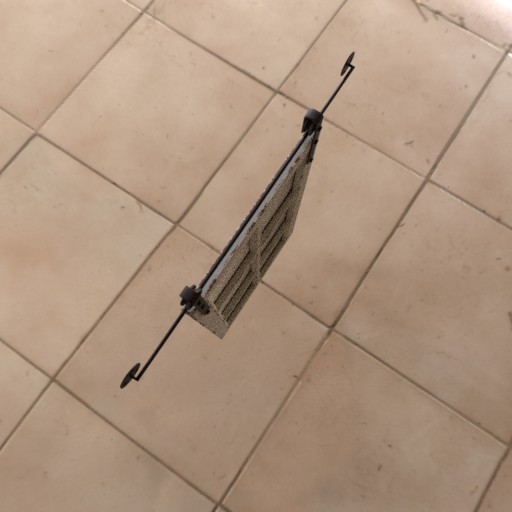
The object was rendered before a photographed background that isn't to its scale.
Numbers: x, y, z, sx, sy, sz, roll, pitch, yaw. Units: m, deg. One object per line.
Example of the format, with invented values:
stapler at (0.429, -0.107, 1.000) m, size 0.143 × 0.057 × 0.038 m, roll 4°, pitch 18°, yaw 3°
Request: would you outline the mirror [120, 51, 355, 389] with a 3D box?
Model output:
mirror at (0.000, 0.000, 1.211) m, size 0.037 × 0.844 × 0.808 m, roll 32°, pitch 78°, yaw 7°
